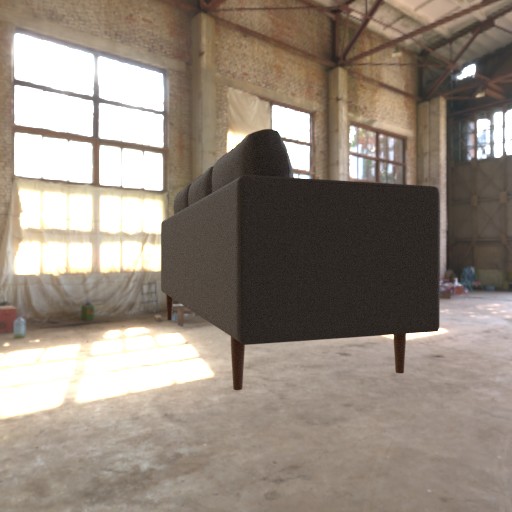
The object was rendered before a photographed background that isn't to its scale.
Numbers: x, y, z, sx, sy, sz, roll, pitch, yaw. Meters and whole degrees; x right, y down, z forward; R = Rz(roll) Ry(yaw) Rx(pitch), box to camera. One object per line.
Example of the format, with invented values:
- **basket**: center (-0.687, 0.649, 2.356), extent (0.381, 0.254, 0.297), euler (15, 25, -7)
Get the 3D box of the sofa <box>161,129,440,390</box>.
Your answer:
- **sofa**: center (0.000, 0.000, 2.449), extent (0.802, 0.912, 2.029), euler (0, 0, -19)
